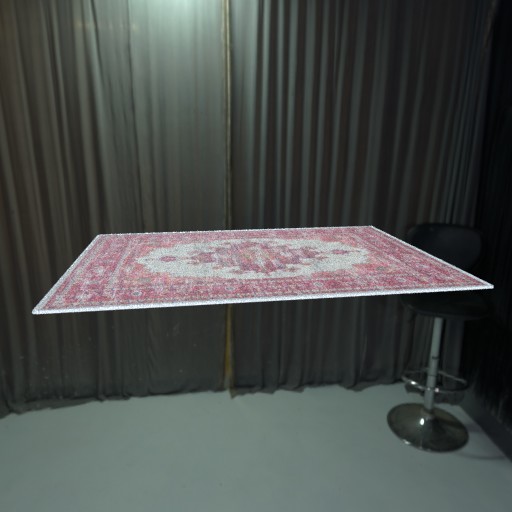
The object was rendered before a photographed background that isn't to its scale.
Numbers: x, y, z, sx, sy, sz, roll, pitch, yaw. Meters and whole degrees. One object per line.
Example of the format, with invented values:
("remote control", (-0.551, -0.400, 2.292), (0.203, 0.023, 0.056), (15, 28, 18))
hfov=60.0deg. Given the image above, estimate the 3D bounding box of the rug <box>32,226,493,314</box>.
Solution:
("rug", (0.000, 0.000, 2.226), (1.747, 0.011, 1.217), (-2, 16, -9))
